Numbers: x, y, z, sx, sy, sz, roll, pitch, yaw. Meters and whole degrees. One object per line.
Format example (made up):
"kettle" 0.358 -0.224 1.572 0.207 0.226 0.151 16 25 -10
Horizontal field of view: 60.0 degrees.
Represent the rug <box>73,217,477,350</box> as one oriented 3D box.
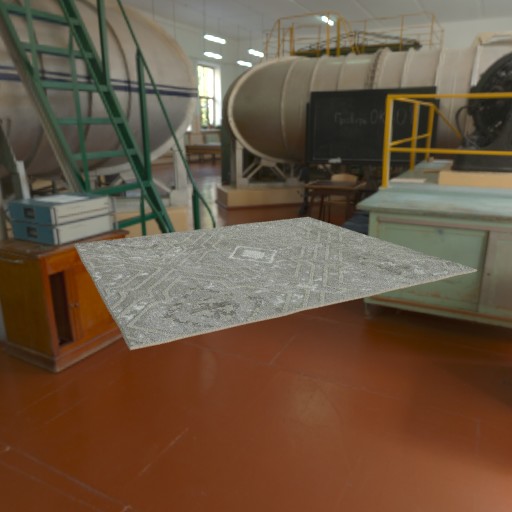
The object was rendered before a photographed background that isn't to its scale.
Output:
"rug" 0.000 0.000 0.907 0.639 0.006 0.548 -9 19 -27
